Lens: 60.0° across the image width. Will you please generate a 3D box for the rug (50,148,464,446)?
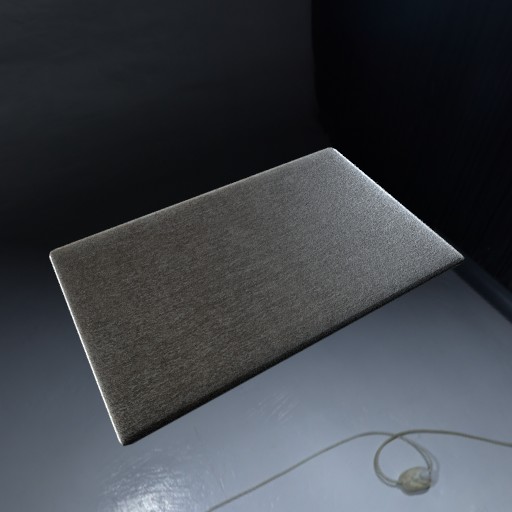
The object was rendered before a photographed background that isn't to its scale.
[{"bbox_3d":[0.000,0.000,3.075,2.469,0.024,1.539,-24,53,-20],"label":"rug"}]
